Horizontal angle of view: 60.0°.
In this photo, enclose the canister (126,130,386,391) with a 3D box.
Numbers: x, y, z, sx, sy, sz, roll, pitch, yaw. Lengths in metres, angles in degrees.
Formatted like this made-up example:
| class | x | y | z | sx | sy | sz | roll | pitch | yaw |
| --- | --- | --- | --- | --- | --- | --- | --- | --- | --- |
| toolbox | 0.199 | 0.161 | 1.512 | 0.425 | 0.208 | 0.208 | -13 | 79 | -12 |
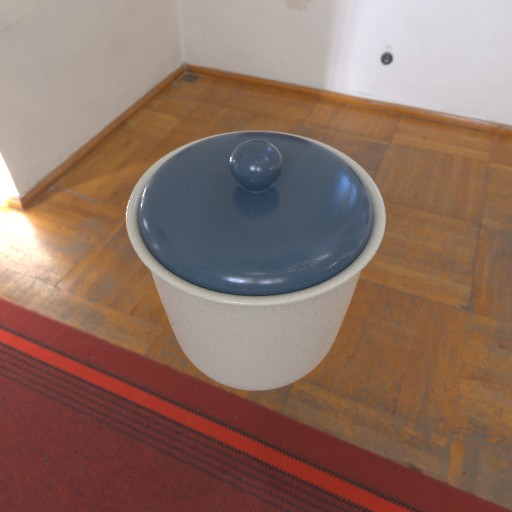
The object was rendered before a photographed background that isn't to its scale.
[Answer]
| class | x | y | z | sx | sy | sz | roll | pitch | yaw |
| --- | --- | --- | --- | --- | --- | --- | --- | --- | --- |
| canister | 0.000 | 0.000 | 0.359 | 0.182 | 0.208 | 0.182 | 0 | 48 | 0 |
